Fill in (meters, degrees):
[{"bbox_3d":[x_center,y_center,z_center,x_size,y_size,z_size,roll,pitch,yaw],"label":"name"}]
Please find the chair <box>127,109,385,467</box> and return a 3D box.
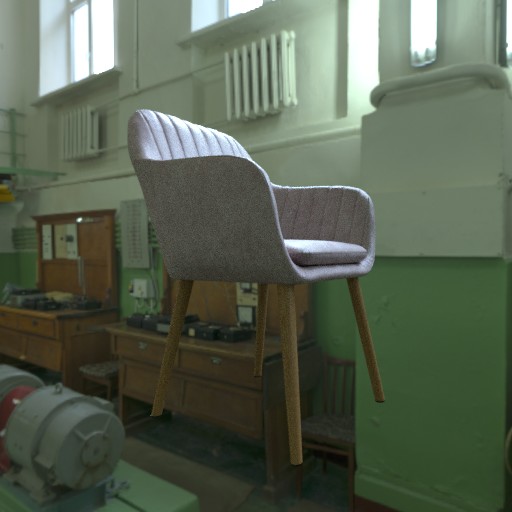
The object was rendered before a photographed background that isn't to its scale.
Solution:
[{"bbox_3d":[0.000,0.000,1.238,0.570,0.832,0.610,1,1,36],"label":"chair"}]
